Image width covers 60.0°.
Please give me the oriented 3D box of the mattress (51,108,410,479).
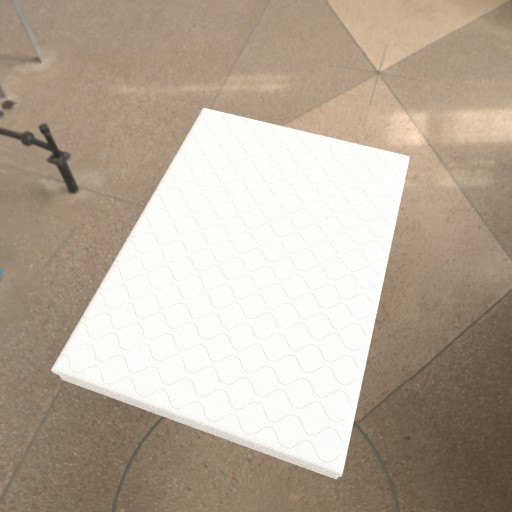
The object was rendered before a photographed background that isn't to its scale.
[{"bbox_3d":[0.000,0.000,2.494,1.400,0.200,1.900,16,60,9],"label":"mattress"}]
